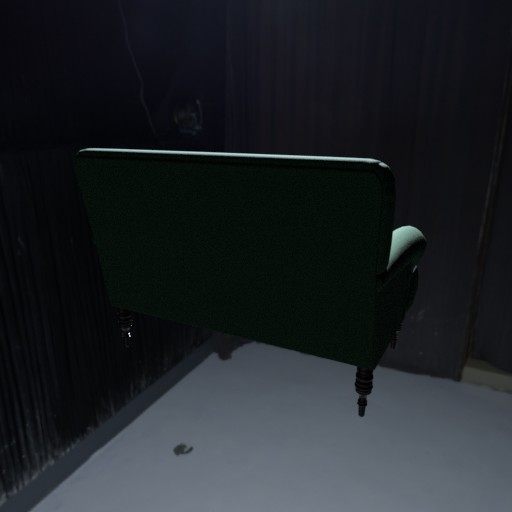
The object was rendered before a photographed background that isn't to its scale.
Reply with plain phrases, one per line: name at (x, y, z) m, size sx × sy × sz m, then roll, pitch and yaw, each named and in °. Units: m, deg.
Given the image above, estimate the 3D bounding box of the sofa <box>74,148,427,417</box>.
sofa at (0.000, 0.000, 1.862) m, size 1.297 × 0.889 × 0.779 m, roll 9°, pitch 19°, yaw 26°
